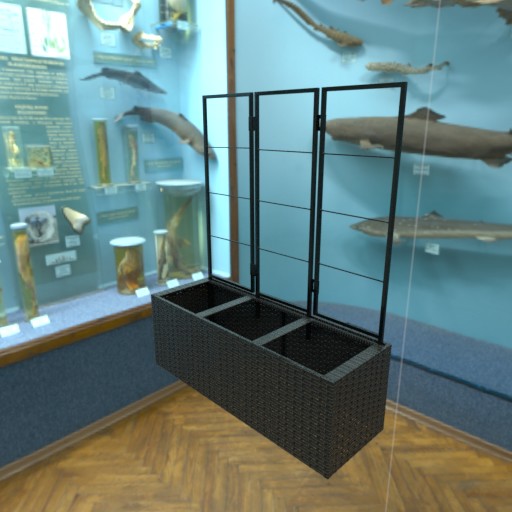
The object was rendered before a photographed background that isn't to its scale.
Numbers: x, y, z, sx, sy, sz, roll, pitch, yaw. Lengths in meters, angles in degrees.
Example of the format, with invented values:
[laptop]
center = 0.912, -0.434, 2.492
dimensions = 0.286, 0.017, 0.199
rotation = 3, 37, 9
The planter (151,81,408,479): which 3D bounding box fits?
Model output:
[planter]
center = 0.000, 0.000, 1.182
dimensions = 0.244, 0.841, 0.699
rotation = -16, 23, -42
